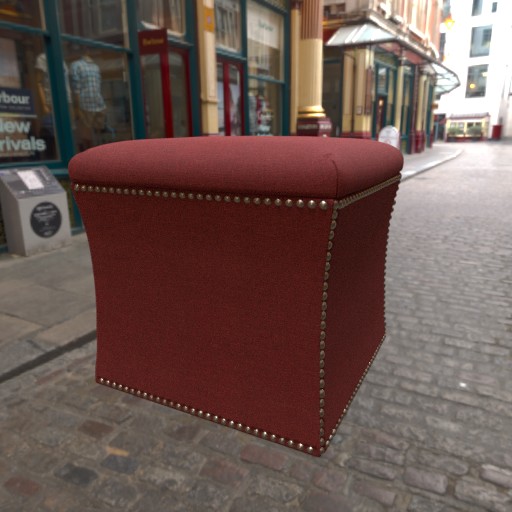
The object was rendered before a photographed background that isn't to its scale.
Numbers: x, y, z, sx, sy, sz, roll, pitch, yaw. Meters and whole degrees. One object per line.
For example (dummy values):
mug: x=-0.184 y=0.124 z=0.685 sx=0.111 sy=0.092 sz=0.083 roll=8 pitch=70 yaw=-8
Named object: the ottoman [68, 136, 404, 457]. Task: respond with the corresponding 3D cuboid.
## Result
ottoman: x=0.000 y=0.000 z=0.907 sx=0.497 sy=0.475 sz=0.507 roll=8 pitch=17 yaw=26
